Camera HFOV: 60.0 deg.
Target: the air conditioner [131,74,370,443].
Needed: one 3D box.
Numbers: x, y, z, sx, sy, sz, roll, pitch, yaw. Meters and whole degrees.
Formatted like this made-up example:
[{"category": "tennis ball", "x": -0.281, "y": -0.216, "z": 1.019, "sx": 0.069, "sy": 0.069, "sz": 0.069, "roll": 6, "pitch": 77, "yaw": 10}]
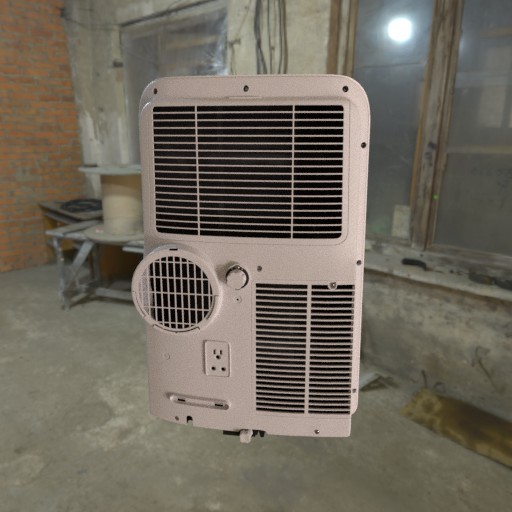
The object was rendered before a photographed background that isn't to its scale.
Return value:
[{"category": "air conditioner", "x": 0.000, "y": 0.000, "z": 0.952, "sx": 0.454, "sy": 0.700, "sz": 0.365, "roll": 2, "pitch": 16, "yaw": 8}]
